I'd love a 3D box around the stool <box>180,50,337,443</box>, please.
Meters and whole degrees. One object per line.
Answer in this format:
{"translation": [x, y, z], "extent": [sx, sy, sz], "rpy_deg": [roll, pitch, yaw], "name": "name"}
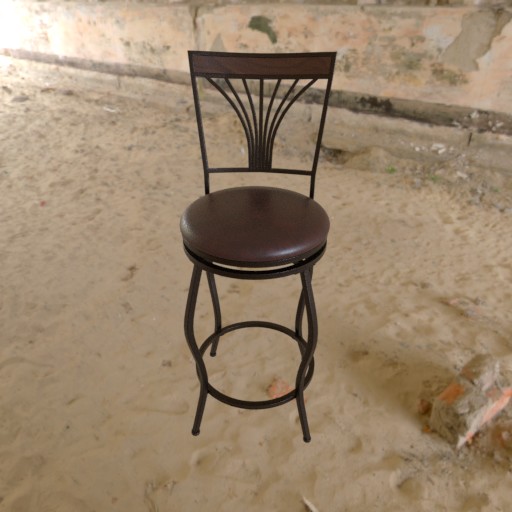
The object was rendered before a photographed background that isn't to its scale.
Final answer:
{"translation": [0.000, 0.000, 1.378], "extent": [0.433, 1.117, 0.514], "rpy_deg": [2, 31, 4], "name": "stool"}
